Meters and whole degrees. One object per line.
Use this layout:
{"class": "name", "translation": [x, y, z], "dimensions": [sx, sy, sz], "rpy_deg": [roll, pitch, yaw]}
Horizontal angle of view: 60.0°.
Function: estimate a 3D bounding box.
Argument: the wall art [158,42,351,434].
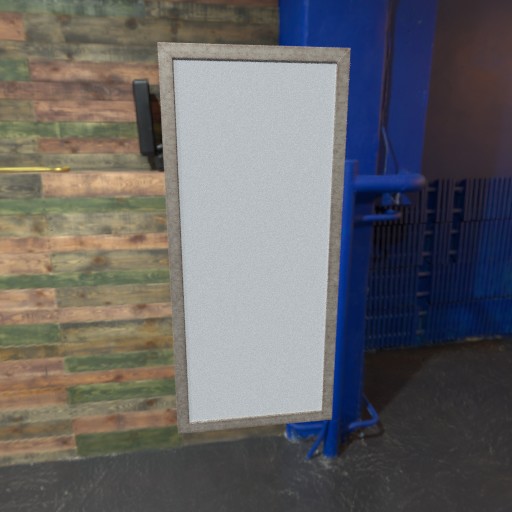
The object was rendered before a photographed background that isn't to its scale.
{"class": "wall art", "translation": [0.000, 0.000, 1.684], "dimensions": [0.648, 1.461, 0.051], "rpy_deg": [-2, 15, -8]}
